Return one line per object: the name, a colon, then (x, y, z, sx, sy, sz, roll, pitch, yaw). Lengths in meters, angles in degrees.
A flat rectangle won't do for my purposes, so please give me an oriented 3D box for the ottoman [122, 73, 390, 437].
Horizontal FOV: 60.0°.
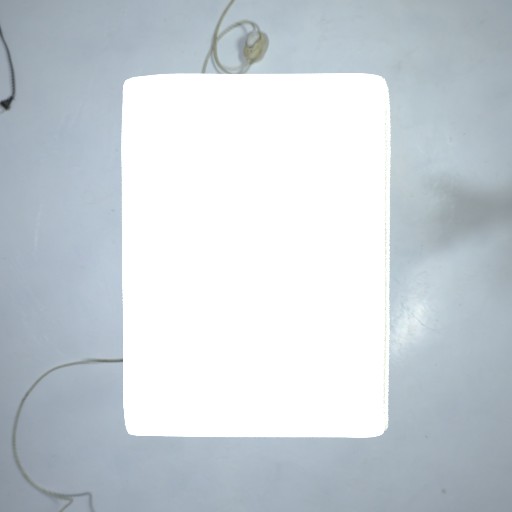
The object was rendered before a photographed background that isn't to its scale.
ottoman: (0.000, 0.000, 1.116, 0.569, 0.499, 0.773, 0, 91, 0)
